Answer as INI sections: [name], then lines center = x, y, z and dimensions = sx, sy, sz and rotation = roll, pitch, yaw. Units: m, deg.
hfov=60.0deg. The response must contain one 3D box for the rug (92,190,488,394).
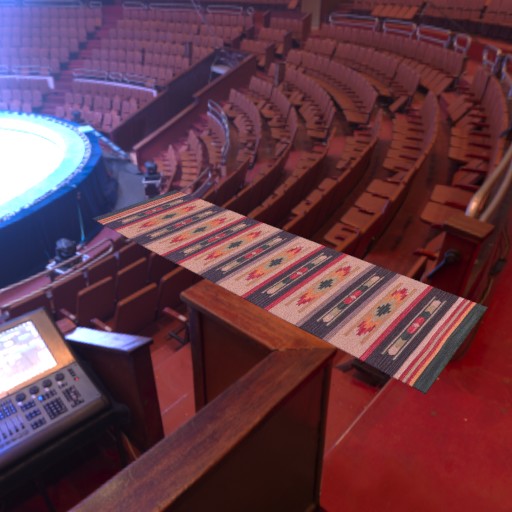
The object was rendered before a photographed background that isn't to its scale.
[rug]
center = 0.000, 0.000, 2.681
dimensions = 2.440, 0.009, 0.760
rotation = 24, 37, 35
